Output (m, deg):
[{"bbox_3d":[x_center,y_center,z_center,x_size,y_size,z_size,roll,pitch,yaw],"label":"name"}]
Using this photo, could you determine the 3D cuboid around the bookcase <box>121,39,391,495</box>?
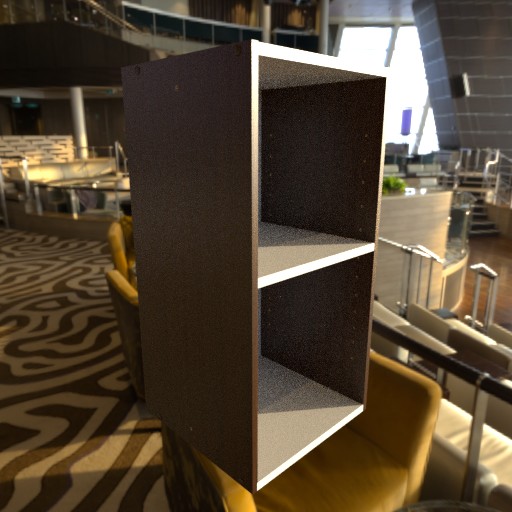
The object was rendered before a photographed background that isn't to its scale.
[{"bbox_3d":[0.000,0.000,0.760,0.300,0.600,0.290,-14,21,-42],"label":"bookcase"}]
